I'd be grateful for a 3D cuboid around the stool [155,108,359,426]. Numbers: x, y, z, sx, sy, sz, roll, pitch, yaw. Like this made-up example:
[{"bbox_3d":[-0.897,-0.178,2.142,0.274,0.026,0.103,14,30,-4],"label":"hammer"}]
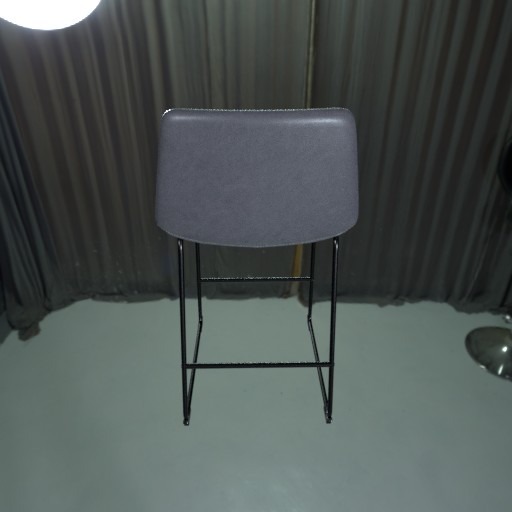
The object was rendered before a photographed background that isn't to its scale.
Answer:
[{"bbox_3d":[0.000,0.000,1.204,0.470,0.876,0.546,-1,30,-1],"label":"stool"}]
